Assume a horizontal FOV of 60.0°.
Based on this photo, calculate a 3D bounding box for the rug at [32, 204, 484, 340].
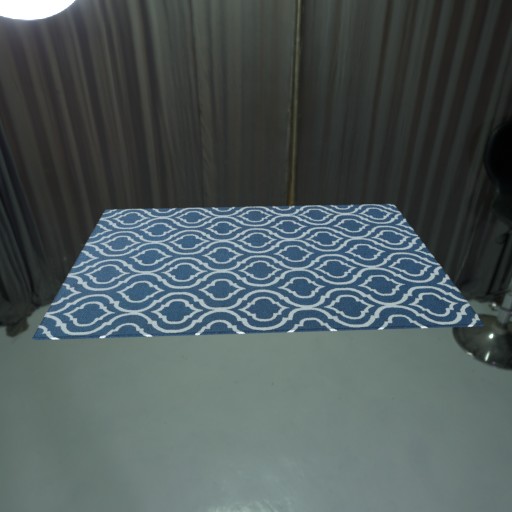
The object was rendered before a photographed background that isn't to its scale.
[{"bbox_3d":[0.000,0.000,2.201,1.753,0.010,1.143,-1,31,-2],"label":"rug"}]
